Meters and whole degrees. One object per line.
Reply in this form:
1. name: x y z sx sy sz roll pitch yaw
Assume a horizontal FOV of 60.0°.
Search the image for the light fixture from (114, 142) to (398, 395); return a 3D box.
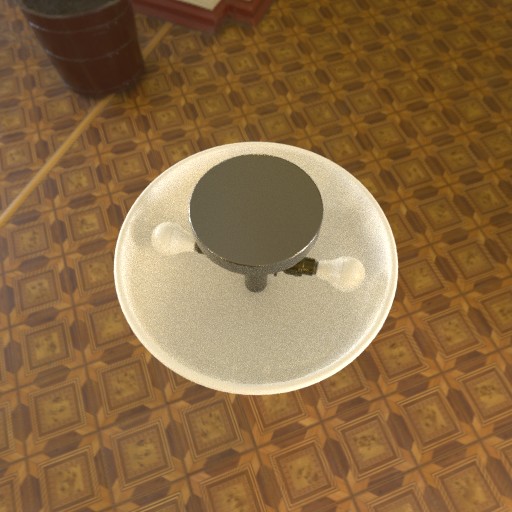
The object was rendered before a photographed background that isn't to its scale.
1. light fixture: 0.000 0.000 0.535 0.330 0.214 0.330 0 62 0
